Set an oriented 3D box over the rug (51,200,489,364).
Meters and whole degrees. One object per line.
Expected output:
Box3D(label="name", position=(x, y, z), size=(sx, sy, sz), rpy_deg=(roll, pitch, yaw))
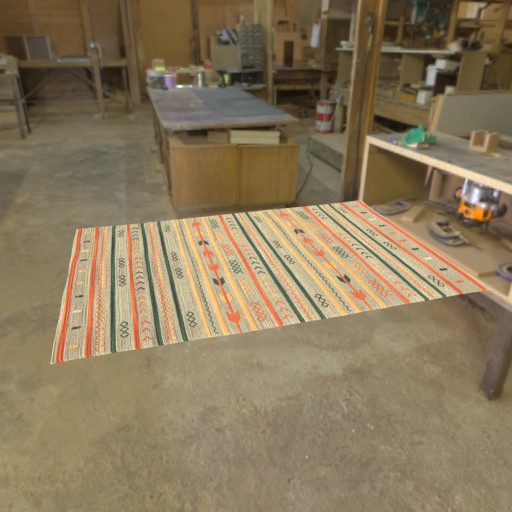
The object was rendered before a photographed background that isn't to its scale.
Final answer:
Box3D(label="rug", position=(0.000, 0.000, 2.286), size=(1.835, 0.017, 1.220), rpy_deg=(-7, 28, -14))
